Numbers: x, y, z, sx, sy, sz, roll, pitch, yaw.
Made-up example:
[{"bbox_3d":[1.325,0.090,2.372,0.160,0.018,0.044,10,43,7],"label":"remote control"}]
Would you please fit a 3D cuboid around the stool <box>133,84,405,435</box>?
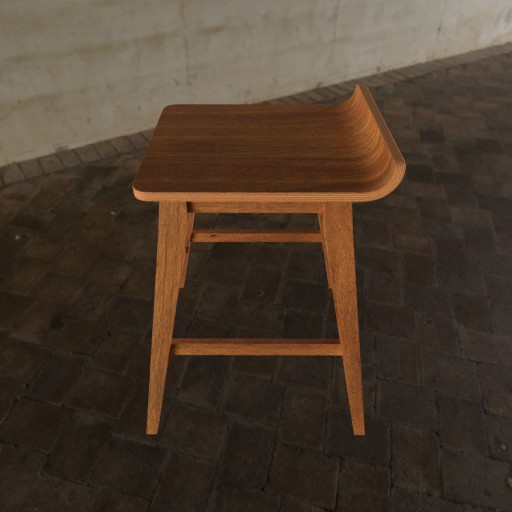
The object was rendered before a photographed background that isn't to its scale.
[{"bbox_3d":[0.000,0.000,0.994,0.500,0.650,0.500,0,41,0],"label":"stool"}]
